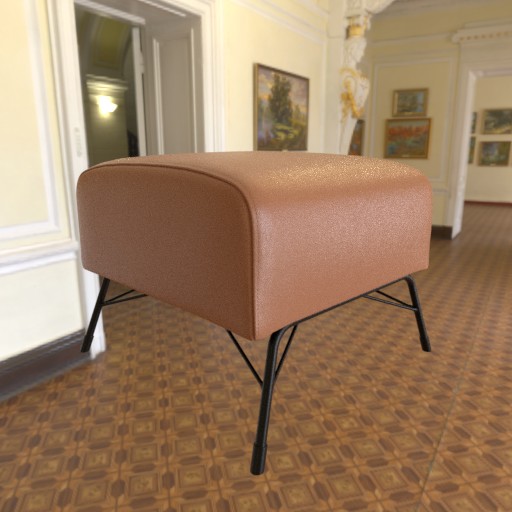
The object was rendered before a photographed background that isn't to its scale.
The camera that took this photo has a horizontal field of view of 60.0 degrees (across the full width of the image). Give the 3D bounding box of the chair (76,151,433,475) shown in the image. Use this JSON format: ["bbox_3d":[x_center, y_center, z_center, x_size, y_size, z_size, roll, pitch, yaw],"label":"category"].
[{"bbox_3d":[0.000,0.000,0.889,0.530,0.410,0.530,13,18,43],"label":"chair"}]
